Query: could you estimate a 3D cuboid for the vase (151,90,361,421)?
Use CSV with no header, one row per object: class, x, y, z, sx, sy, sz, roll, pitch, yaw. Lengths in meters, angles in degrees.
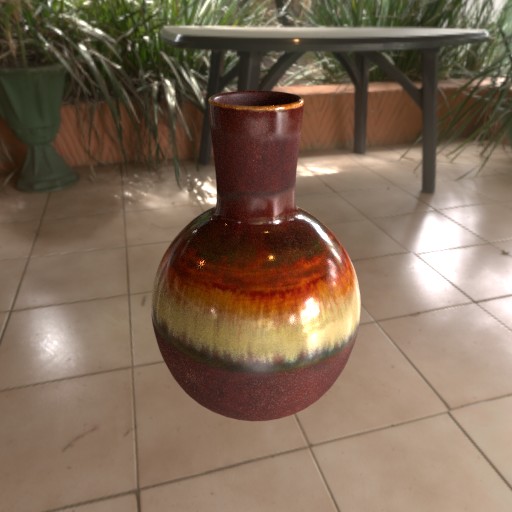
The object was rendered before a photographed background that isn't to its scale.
vase,0.000,0.000,0.227,0.111,0.154,0.111,0,29,0
